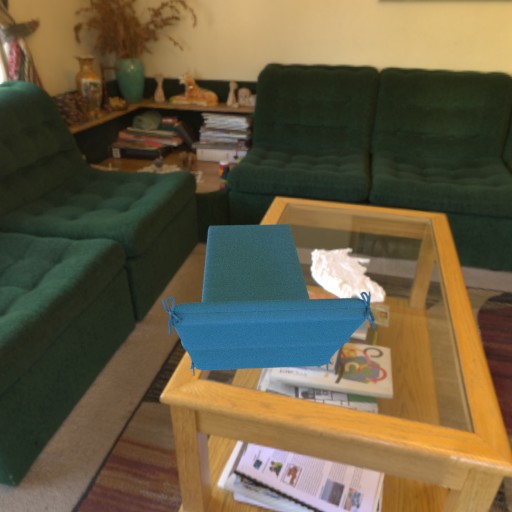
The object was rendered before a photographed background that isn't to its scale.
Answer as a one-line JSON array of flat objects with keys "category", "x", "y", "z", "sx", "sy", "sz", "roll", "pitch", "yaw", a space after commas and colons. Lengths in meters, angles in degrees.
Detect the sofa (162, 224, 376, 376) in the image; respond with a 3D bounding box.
[{"category": "sofa", "x": 0.000, "y": 0.000, "z": 1.987, "sx": 0.582, "sy": 0.622, "sz": 1.663, "roll": -1, "pitch": 30, "yaw": -3}]
